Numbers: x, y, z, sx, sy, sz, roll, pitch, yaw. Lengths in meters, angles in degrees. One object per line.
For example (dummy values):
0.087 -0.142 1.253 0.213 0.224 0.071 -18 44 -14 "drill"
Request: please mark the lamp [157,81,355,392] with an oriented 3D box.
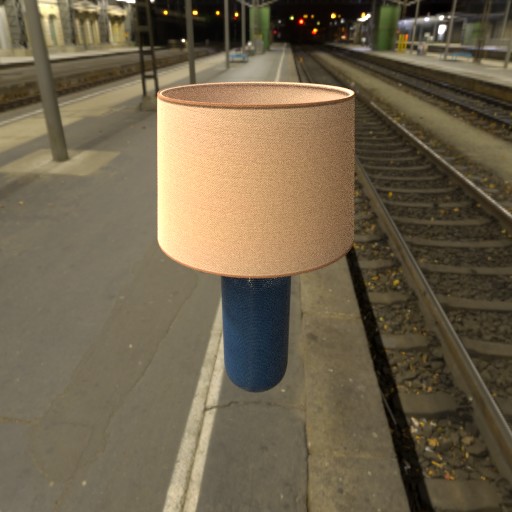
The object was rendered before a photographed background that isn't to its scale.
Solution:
0.000 0.000 0.868 0.367 0.609 0.367 0 27 0 "lamp"
